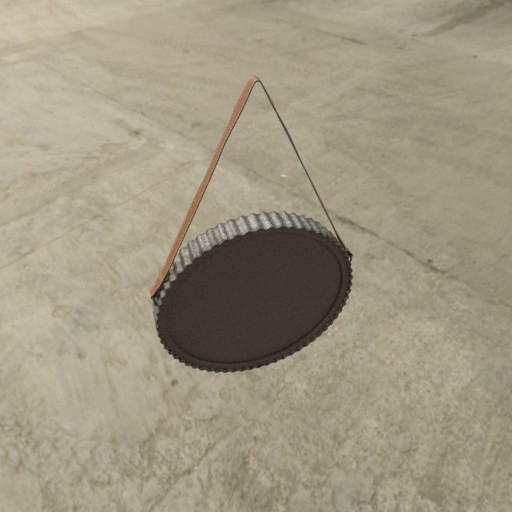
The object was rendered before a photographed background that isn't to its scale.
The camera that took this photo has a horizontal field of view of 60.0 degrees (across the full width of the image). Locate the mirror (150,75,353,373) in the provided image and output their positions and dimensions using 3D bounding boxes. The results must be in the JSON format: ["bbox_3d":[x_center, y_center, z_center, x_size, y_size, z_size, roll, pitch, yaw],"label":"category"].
[{"bbox_3d":[0.000,0.000,0.714,0.355,0.568,0.042,-12,43,-13],"label":"mirror"}]
